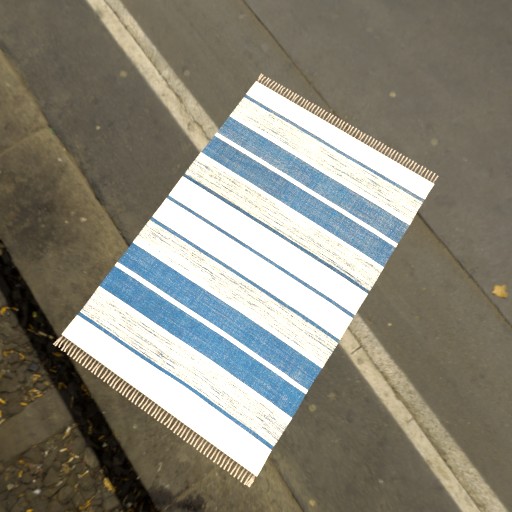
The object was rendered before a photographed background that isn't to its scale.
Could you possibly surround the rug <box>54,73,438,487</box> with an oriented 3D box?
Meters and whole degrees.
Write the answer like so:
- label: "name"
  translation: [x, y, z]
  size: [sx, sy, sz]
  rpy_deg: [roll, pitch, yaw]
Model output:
- label: "rug"
  translation: [0.000, 0.000, 3.021]
  size: [1.532, 0.010, 2.441]
  rpy_deg: [33, 78, 8]
